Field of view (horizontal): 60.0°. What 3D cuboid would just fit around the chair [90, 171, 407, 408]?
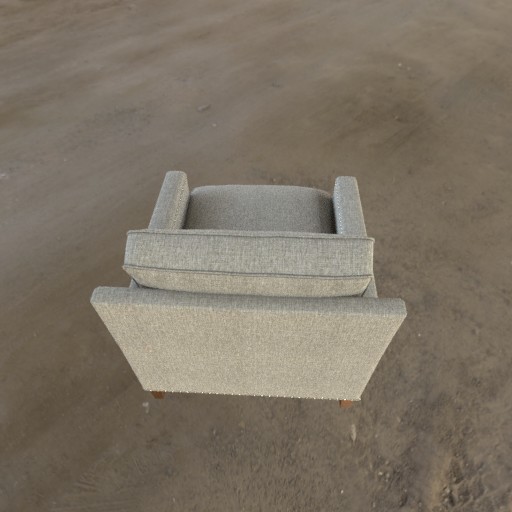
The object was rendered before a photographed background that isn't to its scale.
[{"bbox_3d":[0.000,0.000,1.752,0.853,0.943,1.014,2,47,2],"label":"chair"}]
